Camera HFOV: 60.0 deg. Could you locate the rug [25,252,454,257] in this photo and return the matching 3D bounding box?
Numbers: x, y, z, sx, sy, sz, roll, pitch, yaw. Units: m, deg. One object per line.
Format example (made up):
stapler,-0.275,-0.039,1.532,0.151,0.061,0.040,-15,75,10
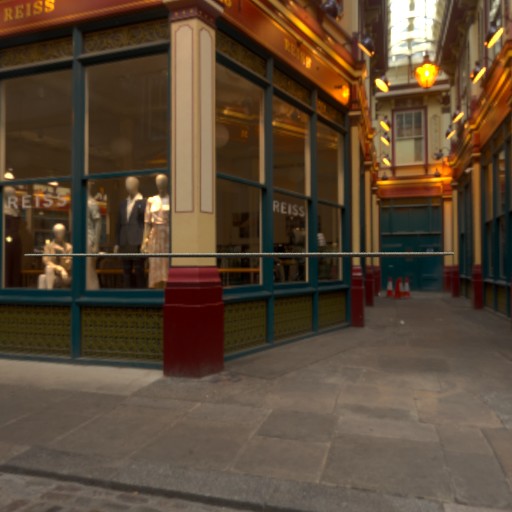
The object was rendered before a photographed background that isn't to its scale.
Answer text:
rug,0.000,0.000,4.298,3.204,0.016,2.452,0,-1,16
